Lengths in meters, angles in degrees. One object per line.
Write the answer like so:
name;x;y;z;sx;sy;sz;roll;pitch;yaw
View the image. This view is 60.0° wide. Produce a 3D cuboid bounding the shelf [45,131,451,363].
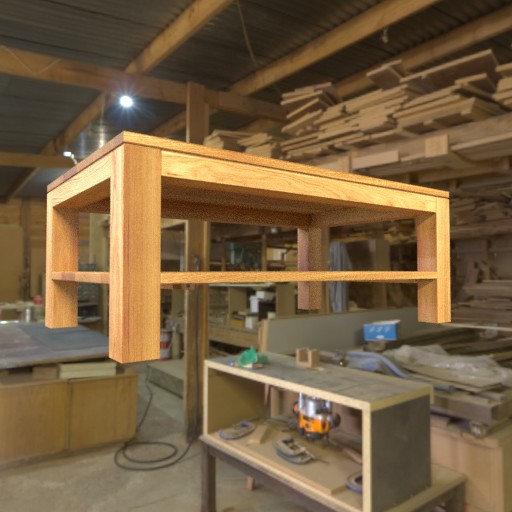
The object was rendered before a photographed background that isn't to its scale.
shelf;0.000;0.000;1.475;1.150;0.450;0.700;1;-2;-36
